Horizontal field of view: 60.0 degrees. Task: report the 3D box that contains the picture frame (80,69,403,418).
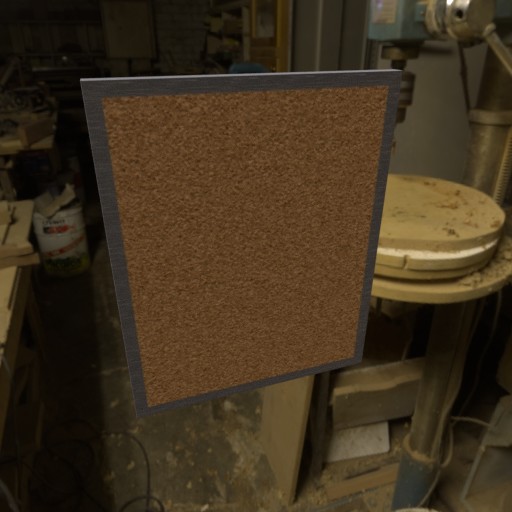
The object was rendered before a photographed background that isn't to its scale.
[{"bbox_3d":[0.000,0.000,0.734,0.454,0.559,0.029,-9,28,-17],"label":"picture frame"}]
